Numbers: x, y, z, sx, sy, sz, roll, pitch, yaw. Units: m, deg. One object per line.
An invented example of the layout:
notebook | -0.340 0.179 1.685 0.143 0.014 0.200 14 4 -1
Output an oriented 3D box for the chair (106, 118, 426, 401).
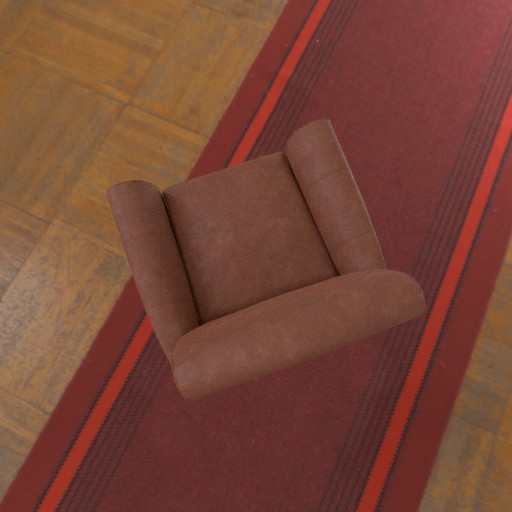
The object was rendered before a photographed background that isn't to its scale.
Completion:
chair | 0.000 0.000 1.792 0.978 1.061 0.902 -19 75 -5
